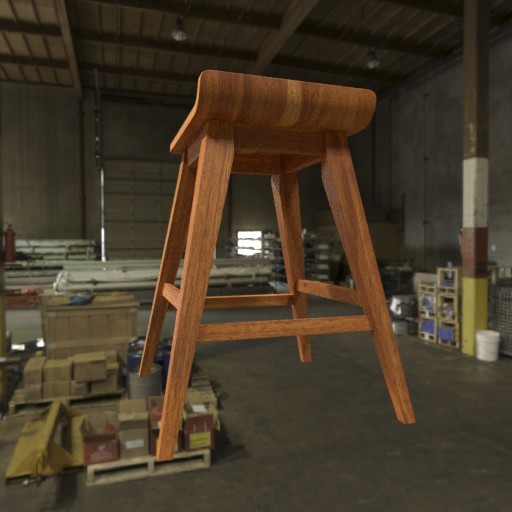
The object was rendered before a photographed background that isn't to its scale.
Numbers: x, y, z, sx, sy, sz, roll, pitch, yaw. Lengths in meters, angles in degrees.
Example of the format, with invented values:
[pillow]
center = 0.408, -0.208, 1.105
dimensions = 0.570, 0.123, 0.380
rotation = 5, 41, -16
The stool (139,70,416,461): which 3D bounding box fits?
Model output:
[stool]
center = 0.000, 0.000, 1.025
dimensions = 0.500, 0.650, 0.500
rotation = -1, 2, -18
